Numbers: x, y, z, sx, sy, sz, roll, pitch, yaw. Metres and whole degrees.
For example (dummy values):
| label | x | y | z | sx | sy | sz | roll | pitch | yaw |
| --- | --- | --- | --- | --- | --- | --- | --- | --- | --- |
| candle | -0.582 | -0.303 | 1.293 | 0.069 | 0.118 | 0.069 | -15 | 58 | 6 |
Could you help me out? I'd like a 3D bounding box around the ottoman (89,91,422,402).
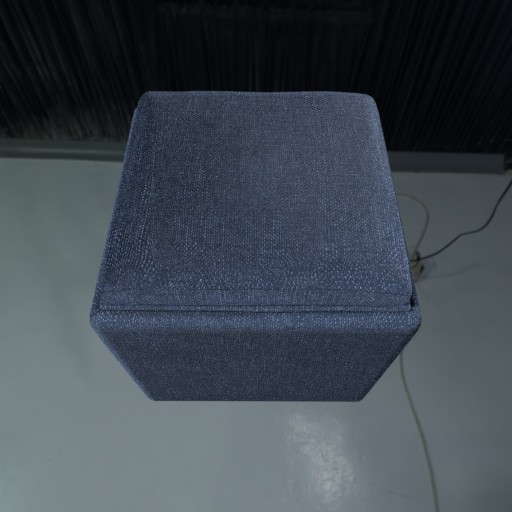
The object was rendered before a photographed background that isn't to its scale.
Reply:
| label | x | y | z | sx | sy | sz | roll | pitch | yaw |
| --- | --- | --- | --- | --- | --- | --- | --- | --- | --- |
| ottoman | 0.000 | 0.000 | 0.850 | 0.454 | 0.493 | 0.436 | 0 | 58 | 0 |
